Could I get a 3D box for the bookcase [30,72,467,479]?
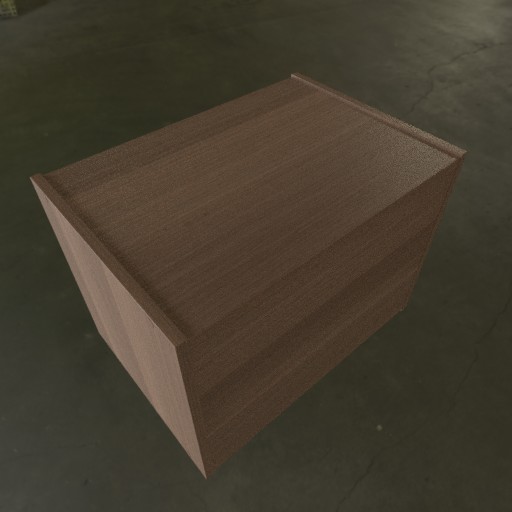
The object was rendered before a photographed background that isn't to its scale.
[{"bbox_3d":[0.000,0.000,0.620,0.415,0.305,0.290,-32,54,-27],"label":"bookcase"}]
